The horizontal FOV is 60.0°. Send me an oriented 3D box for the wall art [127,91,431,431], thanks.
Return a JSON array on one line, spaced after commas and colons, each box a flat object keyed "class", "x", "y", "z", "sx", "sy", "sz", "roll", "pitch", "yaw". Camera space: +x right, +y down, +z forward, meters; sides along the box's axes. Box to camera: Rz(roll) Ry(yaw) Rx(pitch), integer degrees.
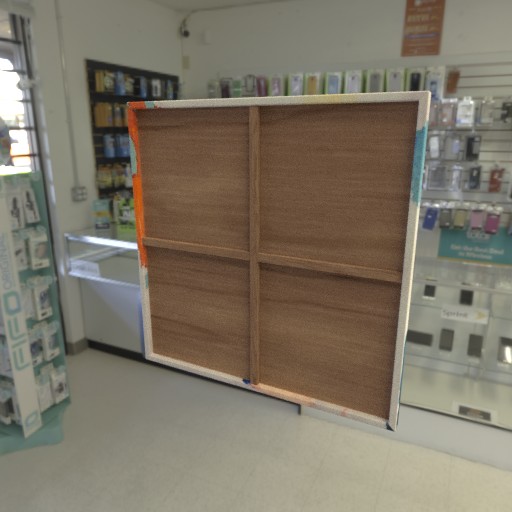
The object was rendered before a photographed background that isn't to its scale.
[{"class": "wall art", "x": 0.000, "y": 0.000, "z": 1.209, "sx": 0.814, "sy": 0.814, "sz": 0.037, "roll": 8, "pitch": 18, "yaw": 26}]
